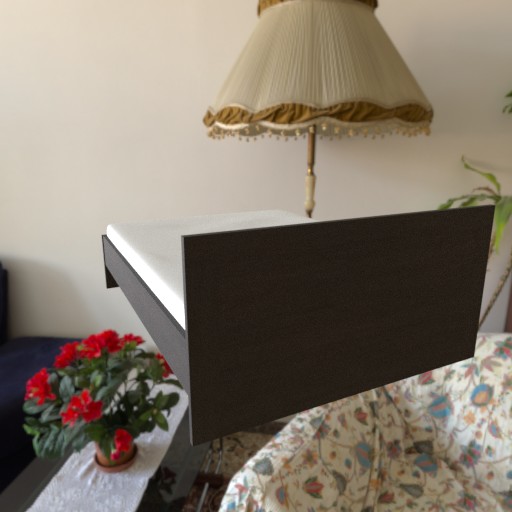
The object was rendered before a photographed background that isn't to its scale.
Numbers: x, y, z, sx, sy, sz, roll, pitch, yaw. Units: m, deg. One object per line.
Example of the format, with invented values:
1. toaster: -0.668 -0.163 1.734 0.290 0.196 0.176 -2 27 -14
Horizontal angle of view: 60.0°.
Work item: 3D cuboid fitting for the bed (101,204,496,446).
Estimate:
1. bed: 0.000 0.000 2.820 1.585 0.823 2.073 -7 17 -26
